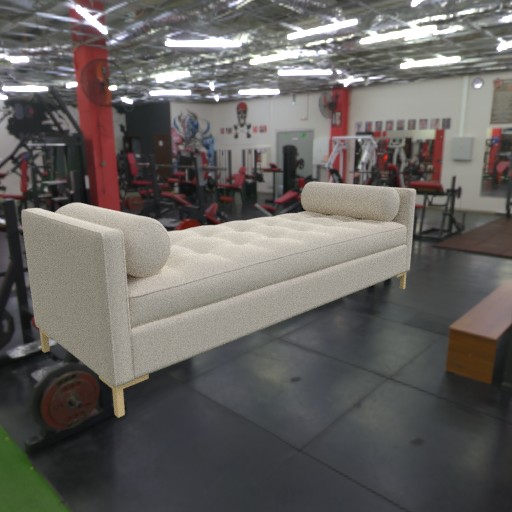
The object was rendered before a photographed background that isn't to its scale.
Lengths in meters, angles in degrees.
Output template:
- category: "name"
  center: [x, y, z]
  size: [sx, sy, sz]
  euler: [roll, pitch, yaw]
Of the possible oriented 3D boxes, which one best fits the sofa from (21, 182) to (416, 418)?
- category: "sofa"
  center: [0.000, 0.000, 2.286]
  size: [1.985, 0.641, 0.746]
  euler: [-13, 19, -43]
